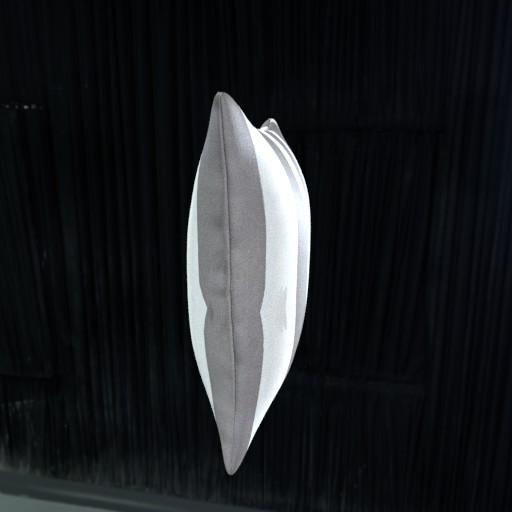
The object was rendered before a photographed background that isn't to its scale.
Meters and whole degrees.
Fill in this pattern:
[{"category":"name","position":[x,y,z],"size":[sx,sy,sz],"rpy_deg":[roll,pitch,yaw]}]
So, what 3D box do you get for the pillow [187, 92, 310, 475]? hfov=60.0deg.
[{"category":"pillow","position":[0.000,0.000,0.804],"size":[0.192,0.507,0.522],"rpy_deg":[2,14,8]}]
